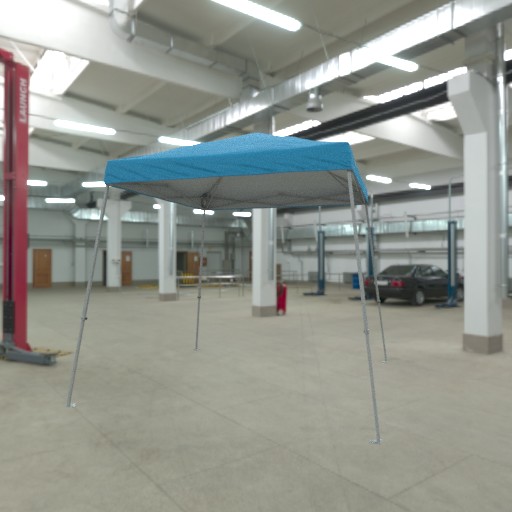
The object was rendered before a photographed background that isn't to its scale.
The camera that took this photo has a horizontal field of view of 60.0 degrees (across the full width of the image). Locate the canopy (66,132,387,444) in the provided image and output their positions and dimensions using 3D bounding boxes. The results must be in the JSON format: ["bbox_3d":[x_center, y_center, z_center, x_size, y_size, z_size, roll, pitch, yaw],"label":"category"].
[{"bbox_3d":[0.000,0.000,6.448,3.600,3.600,3.599,0,-1,17],"label":"canopy"}]
